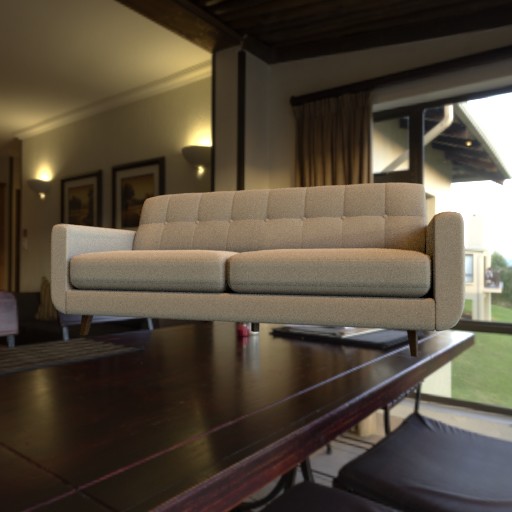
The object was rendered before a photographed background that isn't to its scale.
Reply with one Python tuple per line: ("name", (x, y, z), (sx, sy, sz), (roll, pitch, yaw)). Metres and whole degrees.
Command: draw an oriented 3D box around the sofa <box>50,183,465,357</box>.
("sofa", (0.000, 0.000, 2.612), (2.137, 0.892, 0.980), (0, -1, 18))
